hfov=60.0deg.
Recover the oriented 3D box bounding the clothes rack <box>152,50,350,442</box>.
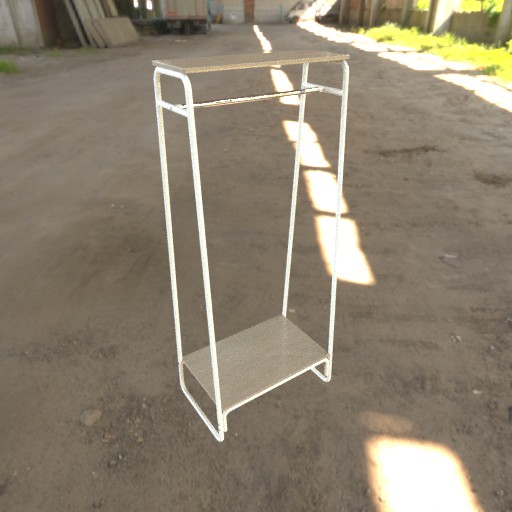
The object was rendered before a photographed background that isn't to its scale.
[{"bbox_3d":[0.000,0.000,1.842,0.640,1.512,0.400,-19,35,-29],"label":"clothes rack"}]
